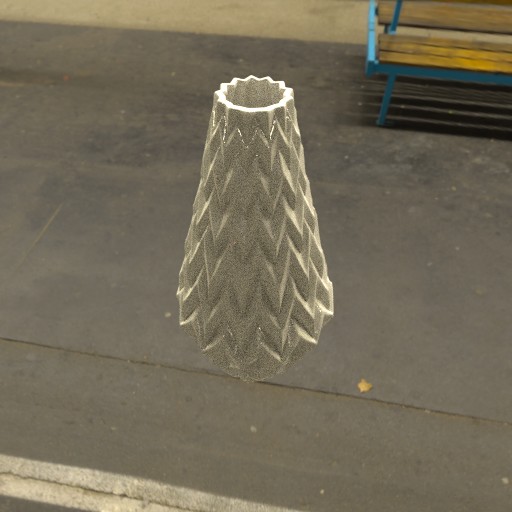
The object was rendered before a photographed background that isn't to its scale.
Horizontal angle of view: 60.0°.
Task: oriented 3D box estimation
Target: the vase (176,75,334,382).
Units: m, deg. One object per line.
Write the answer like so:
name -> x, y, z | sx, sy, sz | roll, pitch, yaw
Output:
vase -> 0.000, 0.000, 0.426 | 0.167, 0.328, 0.167 | 0, 46, 0
